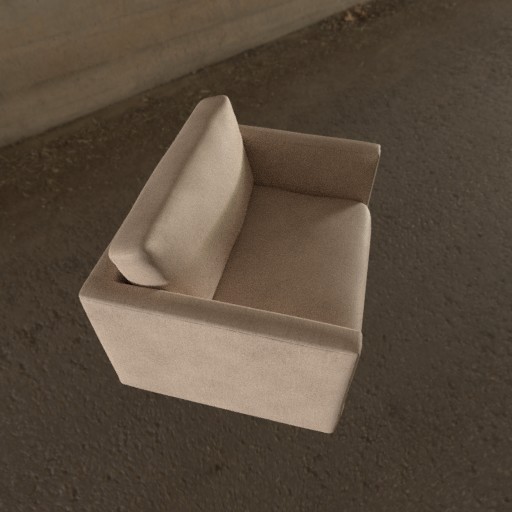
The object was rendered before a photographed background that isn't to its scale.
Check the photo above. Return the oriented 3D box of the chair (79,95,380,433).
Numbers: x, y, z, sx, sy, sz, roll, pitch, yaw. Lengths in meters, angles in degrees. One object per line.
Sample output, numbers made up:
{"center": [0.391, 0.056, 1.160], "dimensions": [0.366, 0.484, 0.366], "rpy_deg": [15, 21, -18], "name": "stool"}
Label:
{"center": [0.000, 0.000, 1.923], "dimensions": [0.959, 0.961, 1.133], "rpy_deg": [10, 49, 9], "name": "chair"}
